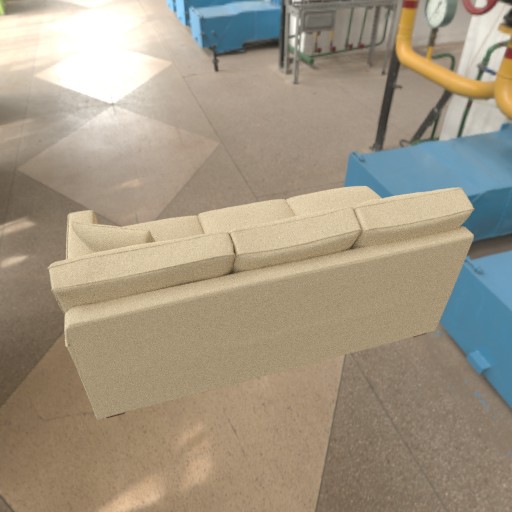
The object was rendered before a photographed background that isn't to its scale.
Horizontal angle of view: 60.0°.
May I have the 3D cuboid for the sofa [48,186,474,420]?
[{"bbox_3d":[0.000,0.000,2.505,1.963,0.946,1.034,-11,41,-13],"label":"sofa"}]
